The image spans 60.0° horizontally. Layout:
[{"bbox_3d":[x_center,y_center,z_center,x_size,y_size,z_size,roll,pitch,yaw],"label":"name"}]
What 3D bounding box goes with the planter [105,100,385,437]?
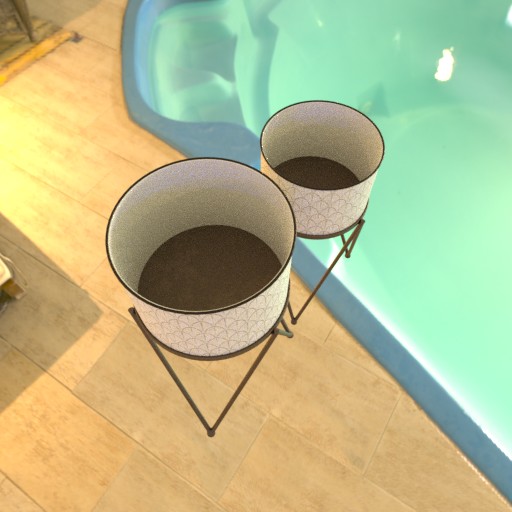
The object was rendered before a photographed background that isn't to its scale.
[{"bbox_3d":[0.000,0.000,1.158,0.413,0.712,0.769,34,64,19],"label":"planter"}]
